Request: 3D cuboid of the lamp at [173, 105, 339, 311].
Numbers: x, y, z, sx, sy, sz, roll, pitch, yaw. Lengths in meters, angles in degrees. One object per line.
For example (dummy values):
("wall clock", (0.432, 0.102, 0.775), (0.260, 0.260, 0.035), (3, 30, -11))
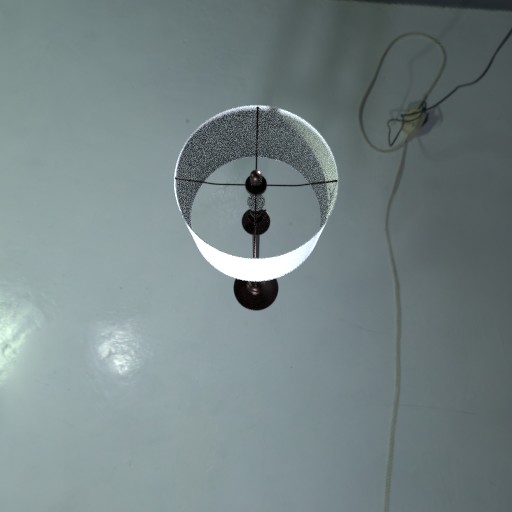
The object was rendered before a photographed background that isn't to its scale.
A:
("lamp", (0.000, 0.000, 1.653), (0.356, 1.487, 0.356), (1, 77, 0))
